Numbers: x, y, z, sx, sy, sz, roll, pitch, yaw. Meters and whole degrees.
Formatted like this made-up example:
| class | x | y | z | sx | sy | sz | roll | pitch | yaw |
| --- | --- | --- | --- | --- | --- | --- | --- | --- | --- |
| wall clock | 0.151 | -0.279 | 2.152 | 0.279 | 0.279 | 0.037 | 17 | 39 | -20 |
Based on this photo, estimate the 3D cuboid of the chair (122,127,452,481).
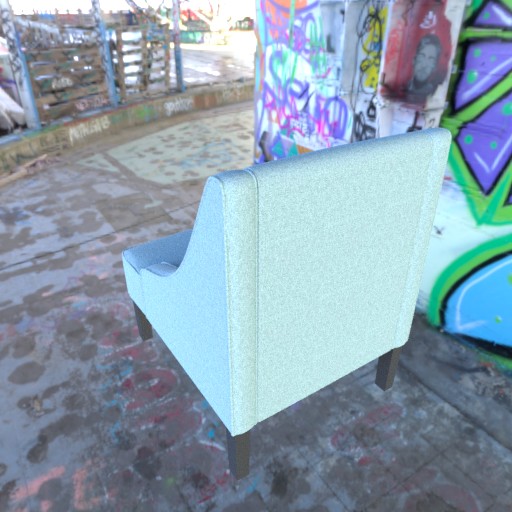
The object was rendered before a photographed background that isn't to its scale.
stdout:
| class | x | y | z | sx | sy | sz | roll | pitch | yaw |
| --- | --- | --- | --- | --- | --- | --- | --- | --- | --- |
| chair | 0.000 | 0.000 | 1.846 | 0.857 | 1.133 | 1.025 | -18 | 35 | -29 |
